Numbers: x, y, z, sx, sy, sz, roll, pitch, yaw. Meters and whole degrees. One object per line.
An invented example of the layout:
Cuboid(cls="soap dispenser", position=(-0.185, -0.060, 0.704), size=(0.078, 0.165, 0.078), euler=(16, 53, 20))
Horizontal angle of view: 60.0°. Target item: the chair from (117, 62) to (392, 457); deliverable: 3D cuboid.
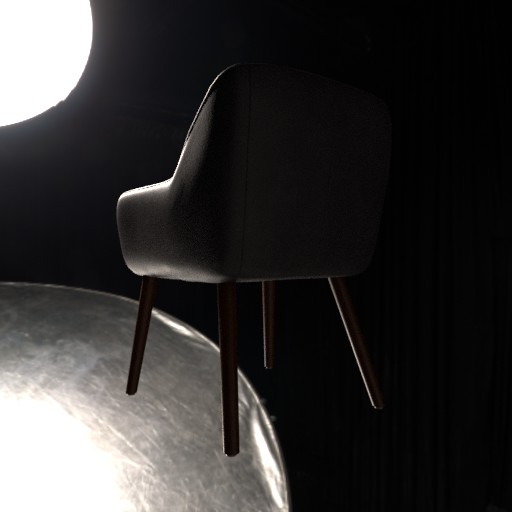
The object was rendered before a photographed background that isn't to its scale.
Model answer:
Cuboid(cls="chair", position=(0.000, 0.000, 1.259), size=(0.610, 0.828, 0.610), euler=(0, 0, -36))
